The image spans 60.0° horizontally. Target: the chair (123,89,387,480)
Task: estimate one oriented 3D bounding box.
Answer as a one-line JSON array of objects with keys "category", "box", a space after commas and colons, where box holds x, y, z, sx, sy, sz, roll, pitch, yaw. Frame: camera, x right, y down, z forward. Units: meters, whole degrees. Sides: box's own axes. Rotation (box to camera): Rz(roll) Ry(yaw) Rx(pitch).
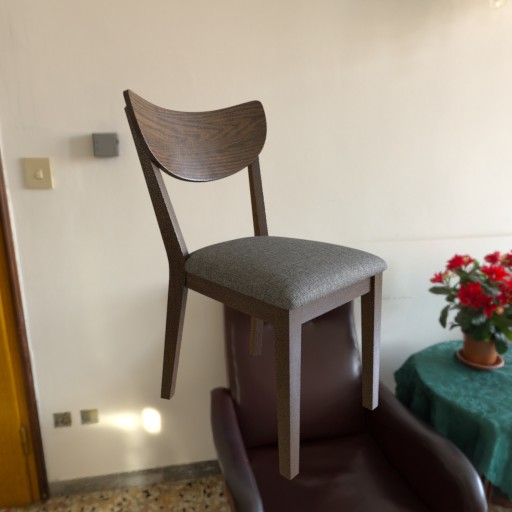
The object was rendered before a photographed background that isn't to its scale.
[{"category": "chair", "box": [0.000, 0.000, 1.204, 0.583, 0.849, 0.491, 14, 20, 42]}]
